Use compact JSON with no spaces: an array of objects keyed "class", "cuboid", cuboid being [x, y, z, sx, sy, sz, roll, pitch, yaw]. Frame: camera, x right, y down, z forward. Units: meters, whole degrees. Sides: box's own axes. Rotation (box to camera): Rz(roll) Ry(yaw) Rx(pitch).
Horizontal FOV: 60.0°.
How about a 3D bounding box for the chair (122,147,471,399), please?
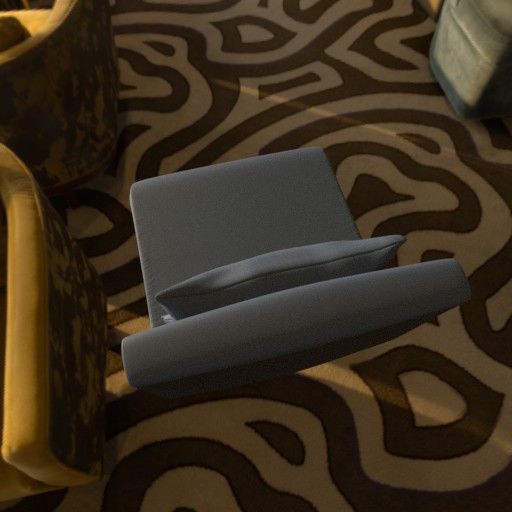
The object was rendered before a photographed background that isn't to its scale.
[{"class":"chair","cuboid":[0.000,0.000,1.461,0.770,0.808,0.900,-13,60,-7]}]
